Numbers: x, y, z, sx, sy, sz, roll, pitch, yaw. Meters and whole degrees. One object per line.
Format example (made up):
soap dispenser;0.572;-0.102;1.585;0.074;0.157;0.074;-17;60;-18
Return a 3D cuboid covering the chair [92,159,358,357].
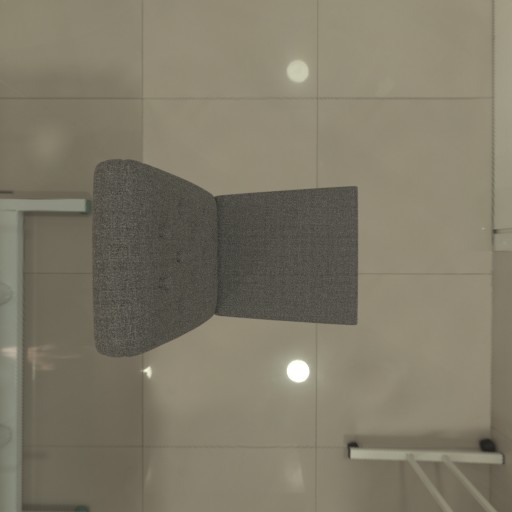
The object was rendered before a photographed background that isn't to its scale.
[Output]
chair;0.000;0.000;1.377;0.671;1.006;0.456;0;91;0
